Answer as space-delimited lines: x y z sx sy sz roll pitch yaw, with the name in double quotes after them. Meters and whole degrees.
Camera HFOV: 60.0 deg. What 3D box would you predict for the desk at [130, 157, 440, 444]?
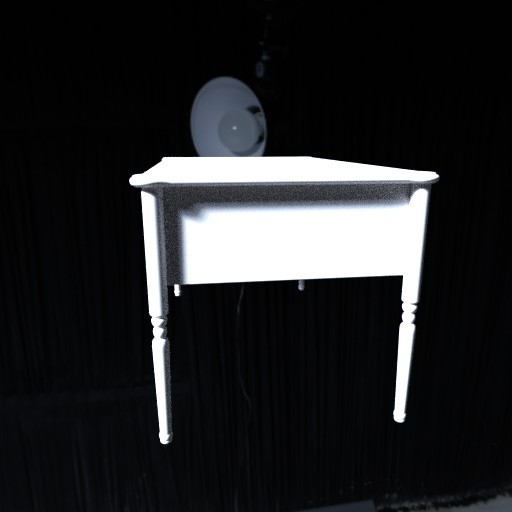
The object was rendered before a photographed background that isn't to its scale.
0.000 0.000 1.847 0.807 0.762 1.380 -2 15 -8 "desk"
